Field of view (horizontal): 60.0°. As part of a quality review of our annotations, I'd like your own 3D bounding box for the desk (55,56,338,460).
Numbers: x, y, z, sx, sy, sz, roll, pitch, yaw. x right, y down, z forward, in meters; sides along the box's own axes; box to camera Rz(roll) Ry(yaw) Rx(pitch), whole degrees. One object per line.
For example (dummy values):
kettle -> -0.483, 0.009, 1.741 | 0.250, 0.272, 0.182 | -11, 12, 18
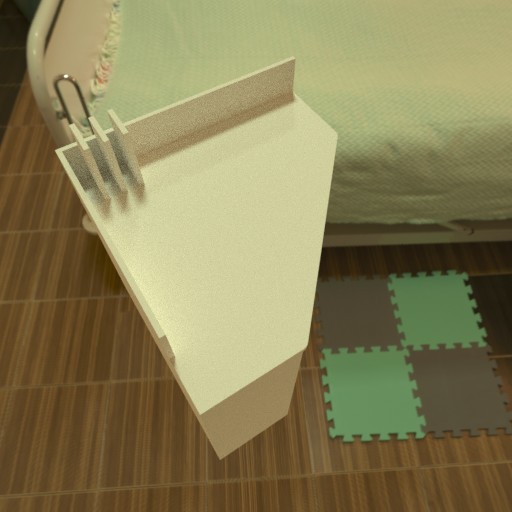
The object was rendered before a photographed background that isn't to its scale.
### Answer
desk -> 0.000, 0.000, 1.699 | 0.940, 0.986, 0.940 | -28, 62, -17
